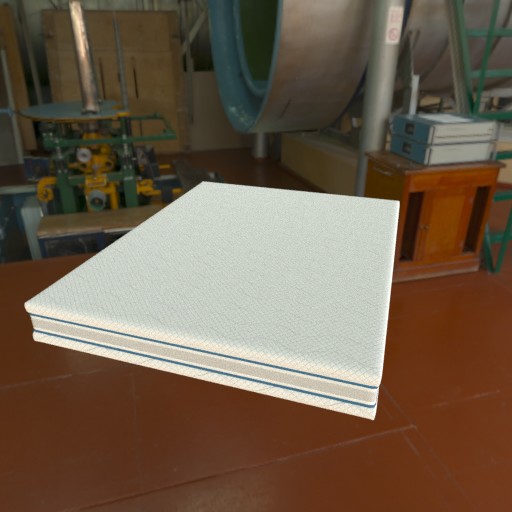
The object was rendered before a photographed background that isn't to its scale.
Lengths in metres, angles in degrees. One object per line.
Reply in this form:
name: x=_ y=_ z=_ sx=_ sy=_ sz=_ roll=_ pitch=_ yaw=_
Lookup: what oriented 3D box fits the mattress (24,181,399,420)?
mattress: x=0.000 y=0.000 z=2.712 sx=1.600 sy=0.230 sz=2.000 roll=8 pitch=28 yaw=16
